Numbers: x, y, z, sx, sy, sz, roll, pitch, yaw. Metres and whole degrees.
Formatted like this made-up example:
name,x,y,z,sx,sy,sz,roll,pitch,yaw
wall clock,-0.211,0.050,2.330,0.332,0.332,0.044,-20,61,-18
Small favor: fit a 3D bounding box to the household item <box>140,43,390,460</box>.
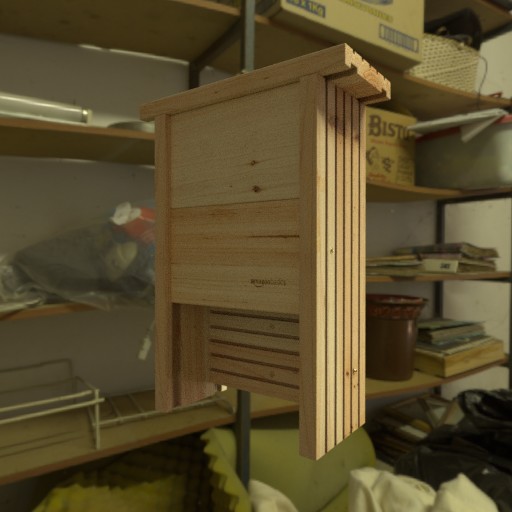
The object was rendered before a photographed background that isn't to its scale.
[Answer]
name,x,y,z,sx,sy,sz,roll,pitch,yaw
household item,0.000,0.000,0.560,0.301,0.407,0.123,0,1,36
